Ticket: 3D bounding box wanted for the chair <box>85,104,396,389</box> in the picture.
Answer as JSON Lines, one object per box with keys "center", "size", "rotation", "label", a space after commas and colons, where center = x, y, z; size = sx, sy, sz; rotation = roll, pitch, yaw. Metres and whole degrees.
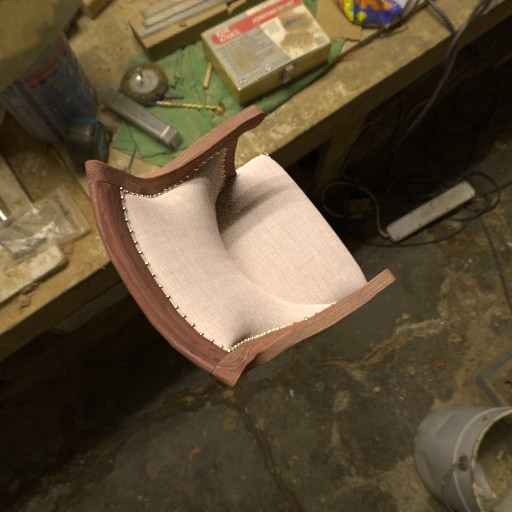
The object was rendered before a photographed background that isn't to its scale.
{"center": [0.000, 0.000, 1.456], "size": [0.689, 0.965, 0.656], "rotation": [-34, 78, -9], "label": "chair"}
